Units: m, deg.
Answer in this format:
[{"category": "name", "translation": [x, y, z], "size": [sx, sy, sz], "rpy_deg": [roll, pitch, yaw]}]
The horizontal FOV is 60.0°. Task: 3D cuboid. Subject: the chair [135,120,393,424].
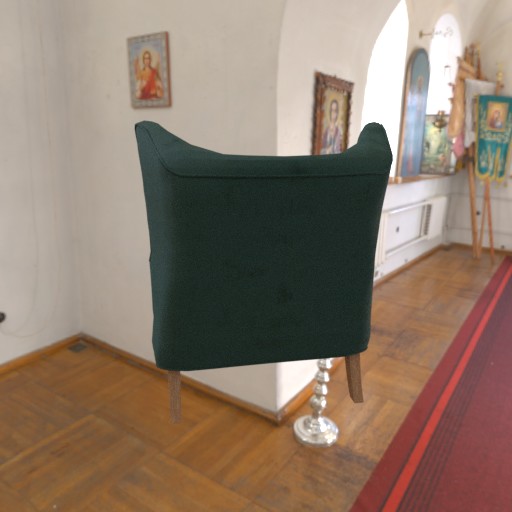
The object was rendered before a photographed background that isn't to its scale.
[{"category": "chair", "translation": [0.000, 0.000, 1.647], "size": [0.793, 0.952, 0.910], "rpy_deg": [-3, 16, -10]}]
